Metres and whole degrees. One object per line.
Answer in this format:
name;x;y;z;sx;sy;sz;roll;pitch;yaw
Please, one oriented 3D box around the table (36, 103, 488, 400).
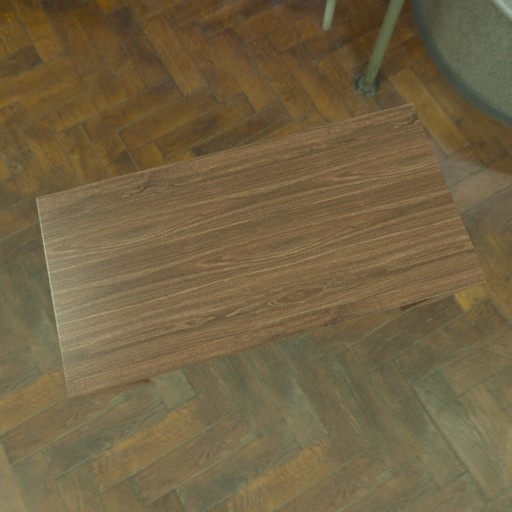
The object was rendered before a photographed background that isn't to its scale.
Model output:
table;0.000;0.000;1.486;1.200;0.400;0.600;-15;76;-4
